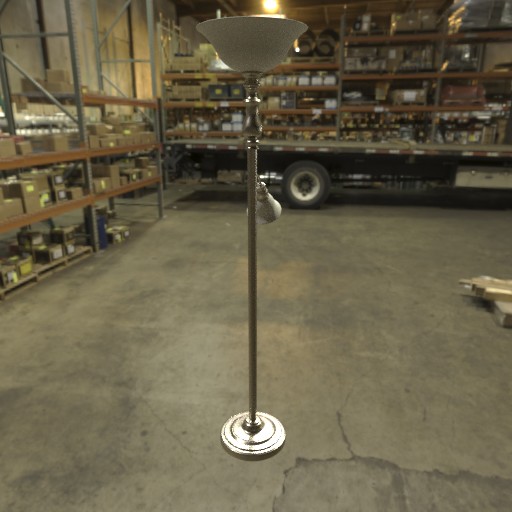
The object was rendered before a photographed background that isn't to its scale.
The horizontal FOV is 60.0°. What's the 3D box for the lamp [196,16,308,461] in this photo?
[{"bbox_3d":[0.000,0.000,1.958,0.405,1.785,0.575,3,17,9],"label":"lamp"}]
